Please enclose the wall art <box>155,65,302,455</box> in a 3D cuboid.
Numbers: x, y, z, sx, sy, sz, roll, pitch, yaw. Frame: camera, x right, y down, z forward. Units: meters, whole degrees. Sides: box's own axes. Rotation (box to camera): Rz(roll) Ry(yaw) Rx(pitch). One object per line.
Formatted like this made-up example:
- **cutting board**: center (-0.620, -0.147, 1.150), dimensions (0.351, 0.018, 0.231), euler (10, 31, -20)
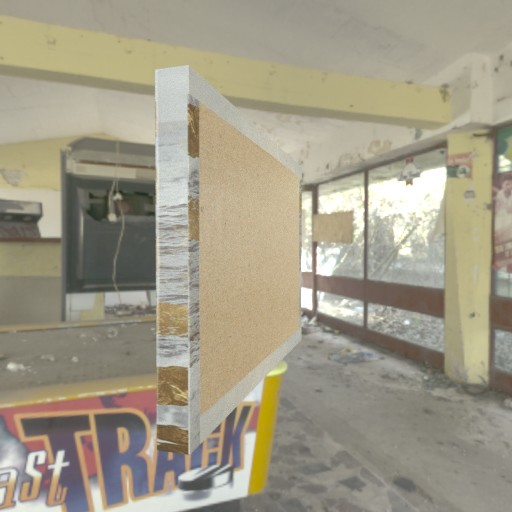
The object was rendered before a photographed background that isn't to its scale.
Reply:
- **wall art**: center (0.000, 0.000, 0.757), dimensions (0.041, 0.407, 0.606), euler (0, 1, 17)
